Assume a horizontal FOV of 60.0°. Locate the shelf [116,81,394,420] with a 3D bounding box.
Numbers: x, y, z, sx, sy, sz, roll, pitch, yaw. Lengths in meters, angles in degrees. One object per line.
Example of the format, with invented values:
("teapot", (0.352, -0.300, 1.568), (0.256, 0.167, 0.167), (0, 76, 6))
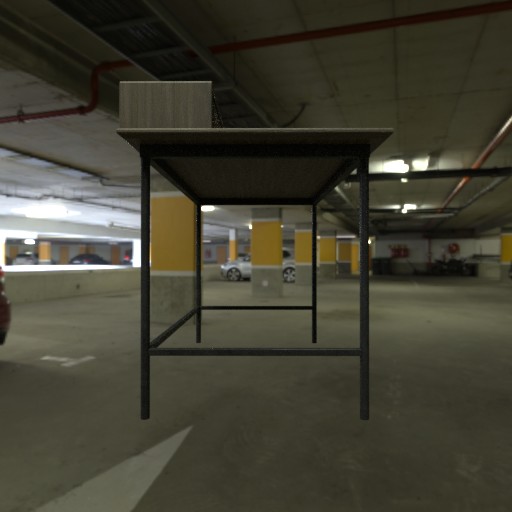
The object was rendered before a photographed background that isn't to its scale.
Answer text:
("shelf", (0.000, 0.000, 1.699), (0.685, 0.865, 1.212), (0, 0, 0))
